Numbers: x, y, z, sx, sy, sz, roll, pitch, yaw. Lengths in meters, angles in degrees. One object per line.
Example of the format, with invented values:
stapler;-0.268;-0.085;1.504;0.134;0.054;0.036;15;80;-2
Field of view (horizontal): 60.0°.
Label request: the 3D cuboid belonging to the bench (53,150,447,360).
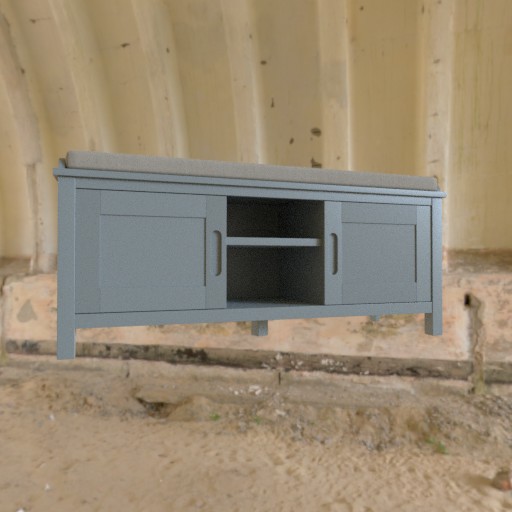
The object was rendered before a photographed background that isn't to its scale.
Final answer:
bench;0.000;0.000;1.408;1.140;0.501;0.398;0;-1;-19
